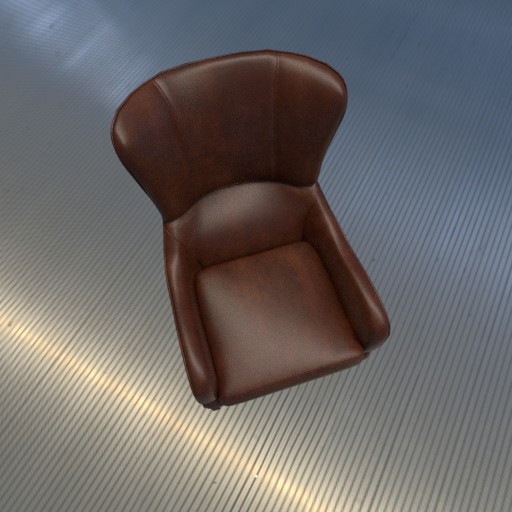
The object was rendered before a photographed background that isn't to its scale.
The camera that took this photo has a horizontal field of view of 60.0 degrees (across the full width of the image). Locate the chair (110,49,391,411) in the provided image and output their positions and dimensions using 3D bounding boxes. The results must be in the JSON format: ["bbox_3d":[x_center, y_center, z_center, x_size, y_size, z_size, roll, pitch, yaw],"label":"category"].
[{"bbox_3d":[0.000,0.000,1.609,0.692,1.048,0.914,-16,65,-8],"label":"chair"}]
